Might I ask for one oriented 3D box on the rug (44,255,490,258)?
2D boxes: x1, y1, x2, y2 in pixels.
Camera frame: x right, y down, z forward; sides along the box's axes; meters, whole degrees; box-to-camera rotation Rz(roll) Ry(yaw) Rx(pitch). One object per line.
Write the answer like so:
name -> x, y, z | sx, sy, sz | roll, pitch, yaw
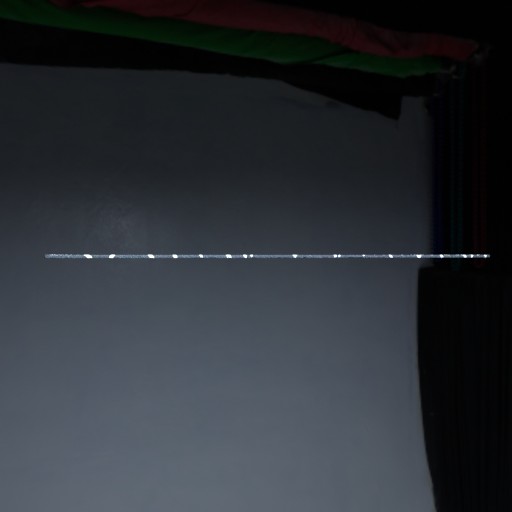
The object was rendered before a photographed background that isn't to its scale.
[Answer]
rug -> 0.000, 0.000, 2.300 | 1.830, 0.013, 1.223 | 0, 0, -17
